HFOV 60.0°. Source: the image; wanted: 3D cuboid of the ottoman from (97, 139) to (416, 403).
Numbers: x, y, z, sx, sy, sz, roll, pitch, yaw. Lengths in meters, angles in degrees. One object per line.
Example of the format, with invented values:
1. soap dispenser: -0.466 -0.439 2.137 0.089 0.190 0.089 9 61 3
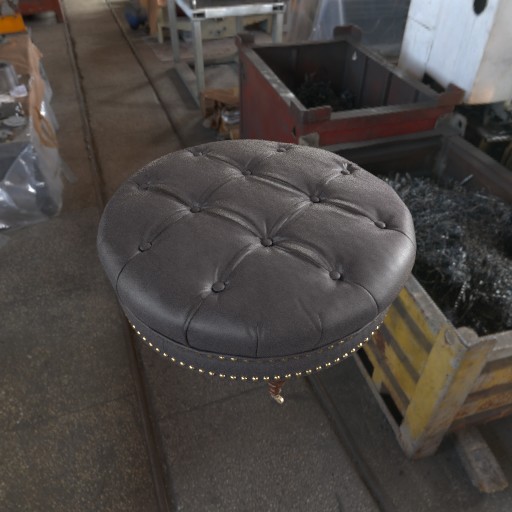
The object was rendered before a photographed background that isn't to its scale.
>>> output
1. ottoman: 0.000 0.000 1.383 0.901 0.439 0.901 0 41 0
